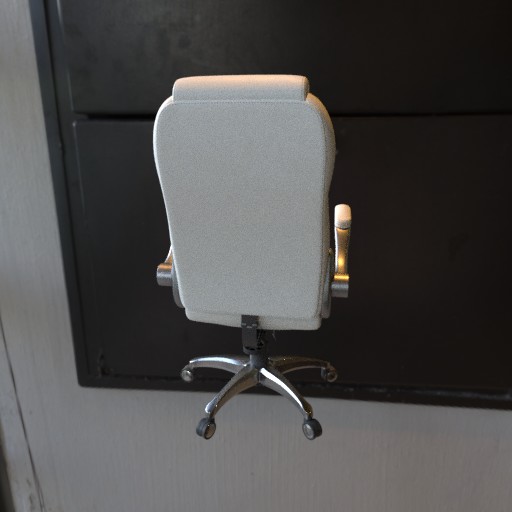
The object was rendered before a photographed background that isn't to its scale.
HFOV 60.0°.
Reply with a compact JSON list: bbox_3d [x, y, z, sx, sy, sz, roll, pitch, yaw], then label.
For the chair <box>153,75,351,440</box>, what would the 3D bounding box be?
[{"bbox_3d":[0.000,0.000,1.833,0.755,1.330,0.806,3,17,9],"label":"chair"}]
